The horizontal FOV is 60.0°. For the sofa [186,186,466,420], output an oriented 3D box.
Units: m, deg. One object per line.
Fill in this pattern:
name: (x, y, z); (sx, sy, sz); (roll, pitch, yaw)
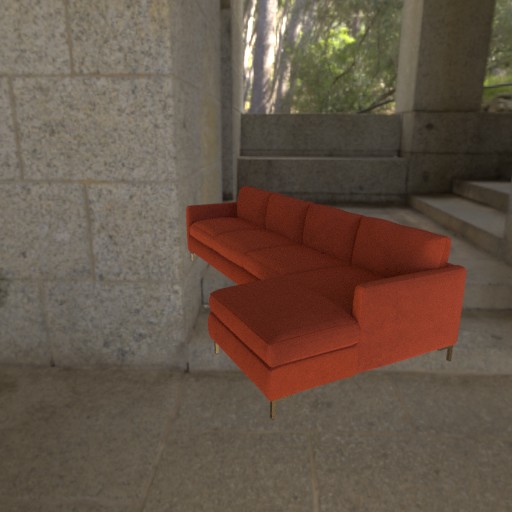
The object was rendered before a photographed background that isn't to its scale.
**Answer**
sofa: (0.000, 0.000, 3.593); (1.350, 0.810, 2.932); (-8, 18, -26)
